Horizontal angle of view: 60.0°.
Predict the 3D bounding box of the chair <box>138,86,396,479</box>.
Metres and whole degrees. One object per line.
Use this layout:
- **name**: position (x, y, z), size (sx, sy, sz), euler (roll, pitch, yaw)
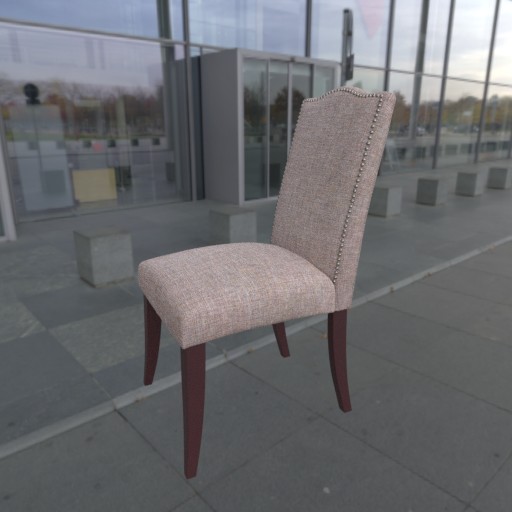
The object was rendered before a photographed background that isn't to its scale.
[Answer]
- **chair**: position (0.000, 0.000, 1.388), size (0.660, 1.016, 0.513), euler (-8, 18, -25)
